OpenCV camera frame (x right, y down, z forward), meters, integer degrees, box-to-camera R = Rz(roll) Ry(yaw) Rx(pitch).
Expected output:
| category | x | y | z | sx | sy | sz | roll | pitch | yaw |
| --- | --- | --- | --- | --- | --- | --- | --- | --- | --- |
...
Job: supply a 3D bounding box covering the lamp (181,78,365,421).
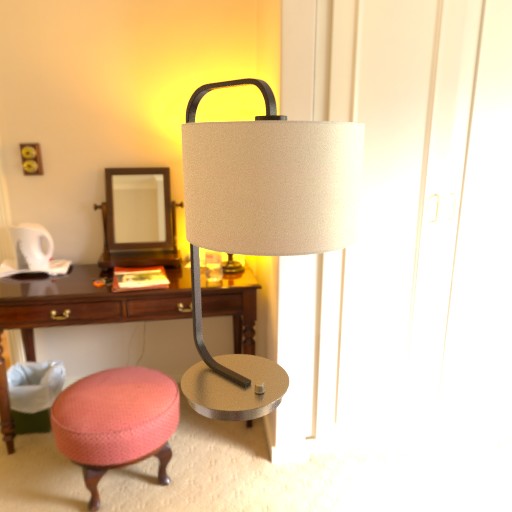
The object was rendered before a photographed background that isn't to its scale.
| category | x | y | z | sx | sy | sz | roll | pitch | yaw |
| --- | --- | --- | --- | --- | --- | --- | --- | --- | --- |
| lamp | 0.000 | 0.000 | 0.629 | 0.288 | 0.473 | 0.230 | 14 | 20 | 42 |
